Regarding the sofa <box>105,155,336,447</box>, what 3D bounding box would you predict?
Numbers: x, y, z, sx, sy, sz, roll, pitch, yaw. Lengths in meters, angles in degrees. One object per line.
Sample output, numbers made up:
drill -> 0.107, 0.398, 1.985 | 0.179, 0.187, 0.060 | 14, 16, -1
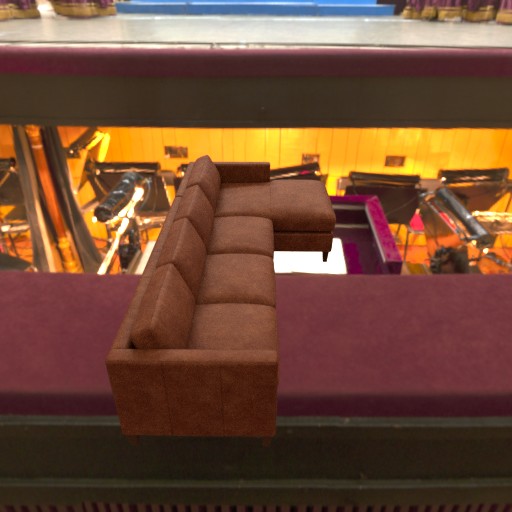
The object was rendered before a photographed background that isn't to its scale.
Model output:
sofa -> 0.000, 0.000, 3.876 | 1.581, 0.883, 3.203 | 0, 31, 1
